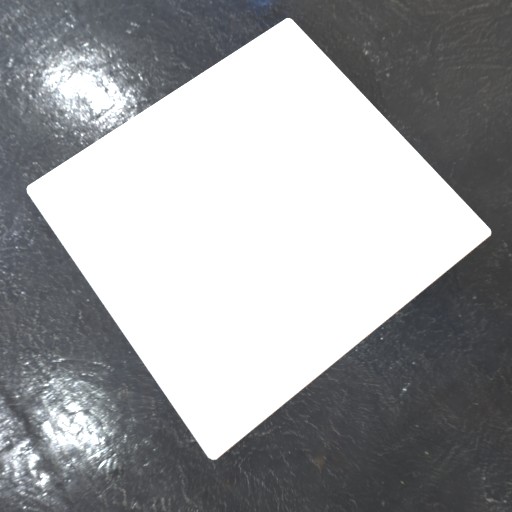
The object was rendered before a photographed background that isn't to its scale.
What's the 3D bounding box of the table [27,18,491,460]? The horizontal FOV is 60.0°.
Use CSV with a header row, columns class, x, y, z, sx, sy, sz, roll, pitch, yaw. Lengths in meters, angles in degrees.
class,x,y,z,sx,sy,sz,roll,pitch,yaw
table,0.000,0.000,0.954,0.533,0.563,0.500,-37,78,-9
